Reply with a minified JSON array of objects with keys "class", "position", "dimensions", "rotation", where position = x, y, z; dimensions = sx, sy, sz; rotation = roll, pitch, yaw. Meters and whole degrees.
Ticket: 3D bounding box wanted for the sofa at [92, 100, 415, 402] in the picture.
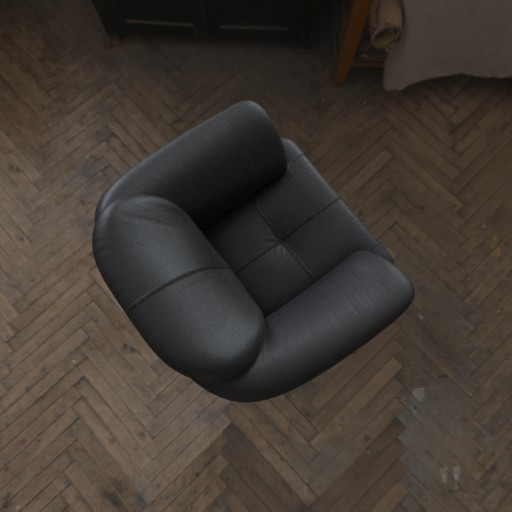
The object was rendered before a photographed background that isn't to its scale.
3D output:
[{"class":"sofa","position":[0.000,0.000,1.506],"dimensions":[0.794,0.811,0.870],"rotation":[-36,79,-8]}]
